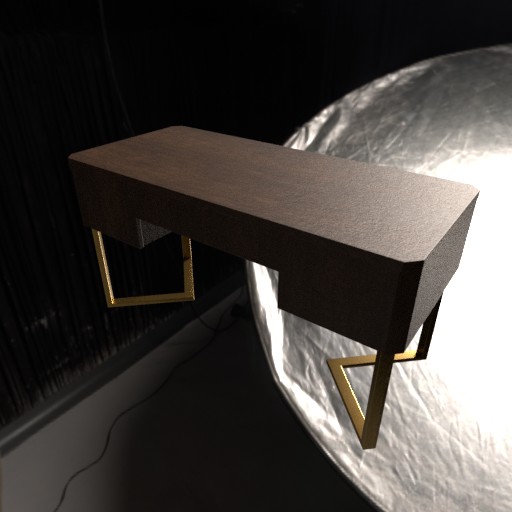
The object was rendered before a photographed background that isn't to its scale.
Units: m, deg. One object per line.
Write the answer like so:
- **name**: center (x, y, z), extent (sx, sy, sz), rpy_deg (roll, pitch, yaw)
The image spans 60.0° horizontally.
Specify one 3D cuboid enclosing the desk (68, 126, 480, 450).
- **desk**: center (0.000, 0.000, 1.879), extent (1.479, 0.762, 0.684), rpy_deg (20, 36, 31)
